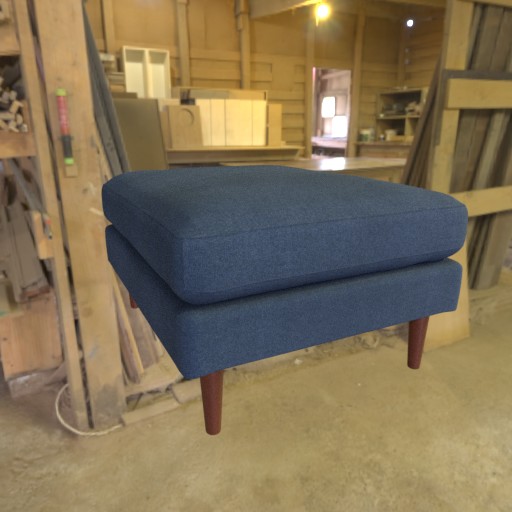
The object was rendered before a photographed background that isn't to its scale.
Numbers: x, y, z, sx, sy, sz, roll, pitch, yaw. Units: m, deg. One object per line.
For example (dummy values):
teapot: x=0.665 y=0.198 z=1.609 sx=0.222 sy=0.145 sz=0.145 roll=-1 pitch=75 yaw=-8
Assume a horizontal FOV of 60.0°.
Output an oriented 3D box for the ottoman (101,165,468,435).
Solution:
ottoman: x=0.000 y=0.000 z=1.239 sx=0.693 sy=0.474 sz=0.821 roll=-8 pitch=18 yaw=-26
